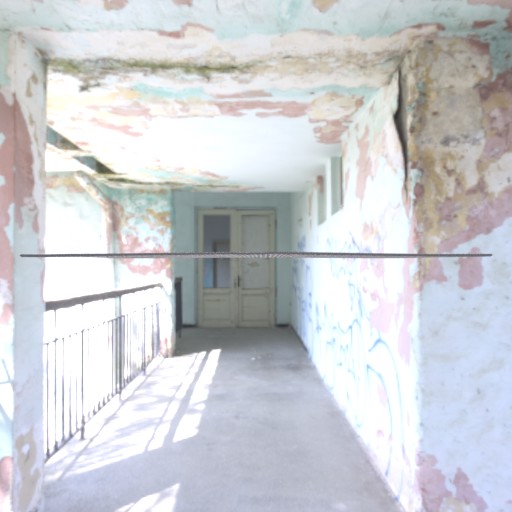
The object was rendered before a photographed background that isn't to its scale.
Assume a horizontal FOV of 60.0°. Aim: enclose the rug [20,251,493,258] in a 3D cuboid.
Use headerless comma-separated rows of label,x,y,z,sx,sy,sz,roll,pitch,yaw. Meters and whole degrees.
rug,0.000,0.000,2.238,1.789,0.021,1.159,0,-1,1
